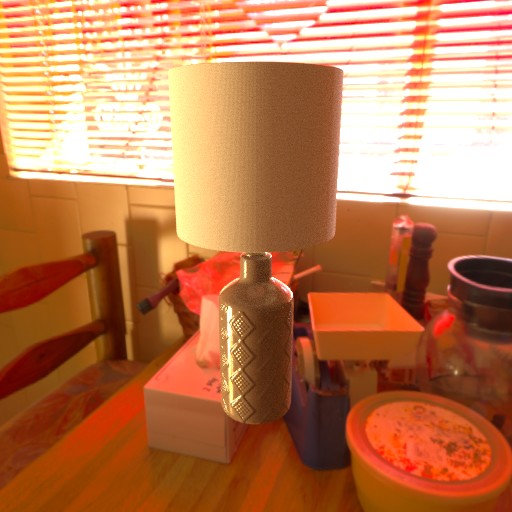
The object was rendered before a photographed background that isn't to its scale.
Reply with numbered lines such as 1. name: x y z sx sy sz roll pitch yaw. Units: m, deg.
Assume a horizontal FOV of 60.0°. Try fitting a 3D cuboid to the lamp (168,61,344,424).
1. lamp: 0.000 0.000 0.598 0.207 0.461 0.207 -3 17 -9
